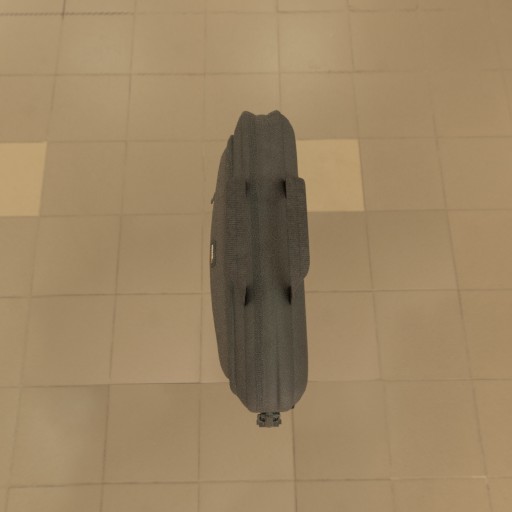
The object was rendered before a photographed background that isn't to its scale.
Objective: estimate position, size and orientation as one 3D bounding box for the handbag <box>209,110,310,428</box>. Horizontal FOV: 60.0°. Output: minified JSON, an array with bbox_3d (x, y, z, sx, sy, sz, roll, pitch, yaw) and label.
[{"bbox_3d":[0.000,0.000,0.432,0.089,0.244,0.320,-1,74,0],"label":"handbag"}]
